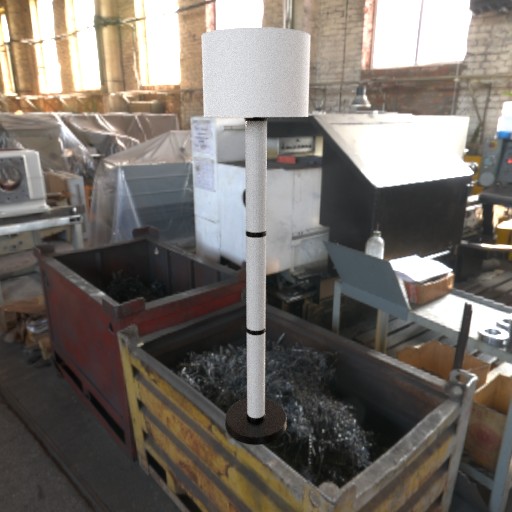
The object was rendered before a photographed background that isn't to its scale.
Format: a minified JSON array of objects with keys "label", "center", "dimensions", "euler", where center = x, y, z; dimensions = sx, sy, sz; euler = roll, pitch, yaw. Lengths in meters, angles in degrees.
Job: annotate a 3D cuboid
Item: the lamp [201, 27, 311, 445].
[{"label":"lamp","center":[0.000,0.000,1.772],"dimensions":[0.377,1.599,0.377],"euler":[3,18,10]}]
